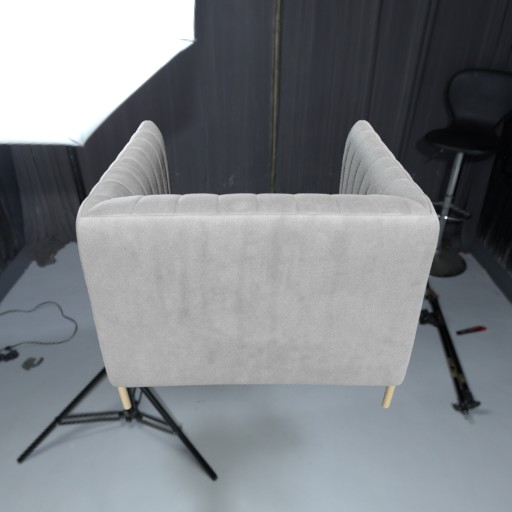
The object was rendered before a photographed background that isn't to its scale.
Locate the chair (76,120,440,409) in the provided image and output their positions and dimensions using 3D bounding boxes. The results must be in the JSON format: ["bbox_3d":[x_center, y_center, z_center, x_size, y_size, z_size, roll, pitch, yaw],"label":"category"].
[{"bbox_3d":[0.000,0.000,1.620,0.981,0.779,0.873,0,32,0],"label":"chair"}]
